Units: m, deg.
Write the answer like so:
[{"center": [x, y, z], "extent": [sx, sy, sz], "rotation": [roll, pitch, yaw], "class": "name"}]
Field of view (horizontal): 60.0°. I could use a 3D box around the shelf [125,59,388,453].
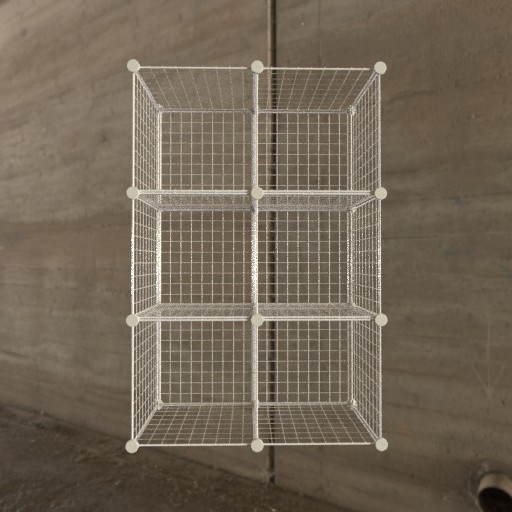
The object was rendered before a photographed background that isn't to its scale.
[{"center": [0.000, 0.000, 1.385], "extent": [0.711, 1.067, 0.356], "rotation": [0, -1, -1], "class": "shelf"}]
